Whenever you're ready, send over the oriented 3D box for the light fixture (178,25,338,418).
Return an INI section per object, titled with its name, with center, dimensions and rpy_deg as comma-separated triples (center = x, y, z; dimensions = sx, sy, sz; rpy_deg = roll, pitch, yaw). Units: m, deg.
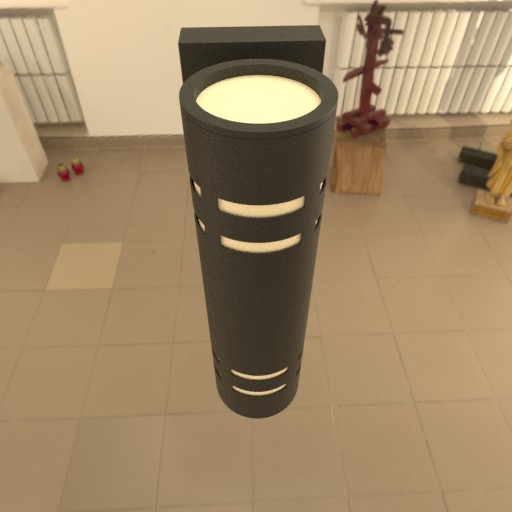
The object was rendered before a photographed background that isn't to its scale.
[light fixture]
center = 0.000, 0.000, 0.392
dimensions = 0.105, 0.330, 0.149
rpy_deg = -2, 46, -2
